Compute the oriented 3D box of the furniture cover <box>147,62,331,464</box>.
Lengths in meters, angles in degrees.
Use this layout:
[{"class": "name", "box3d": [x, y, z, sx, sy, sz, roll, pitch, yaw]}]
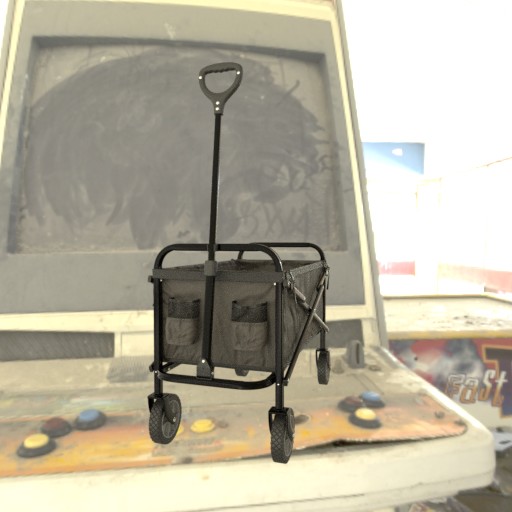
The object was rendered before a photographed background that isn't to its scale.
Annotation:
[{"class": "furniture cover", "box3d": [0.000, 0.000, 1.832, 0.532, 1.295, 1.038, 1, 2, 18]}]
